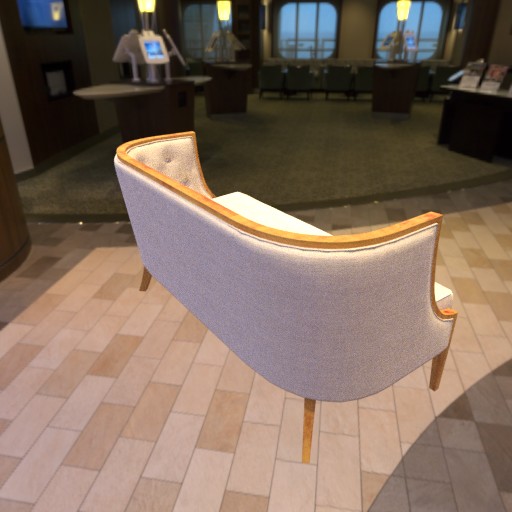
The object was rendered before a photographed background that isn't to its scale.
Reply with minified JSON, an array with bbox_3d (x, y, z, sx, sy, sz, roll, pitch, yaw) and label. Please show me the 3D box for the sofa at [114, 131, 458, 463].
[{"bbox_3d":[0.000,0.000,1.873,0.770,0.775,1.474,-18,32,-32],"label":"sofa"}]
